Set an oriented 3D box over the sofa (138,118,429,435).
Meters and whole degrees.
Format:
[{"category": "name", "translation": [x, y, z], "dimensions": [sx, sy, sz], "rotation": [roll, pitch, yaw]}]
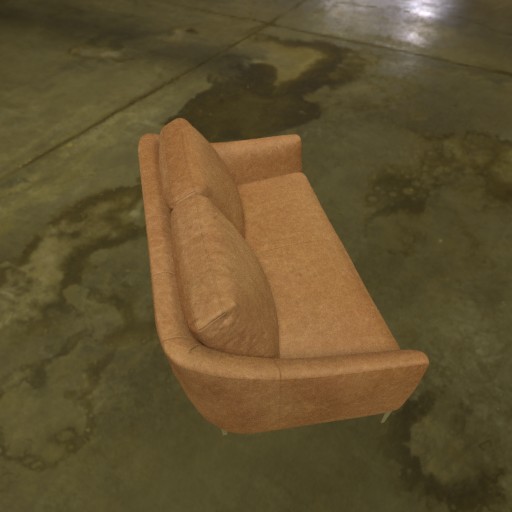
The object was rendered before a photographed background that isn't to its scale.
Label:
[{"category": "sofa", "translation": [0.000, 0.000, 2.175], "dimensions": [0.960, 0.902, 1.619], "rotation": [-10, 46, -10]}]
